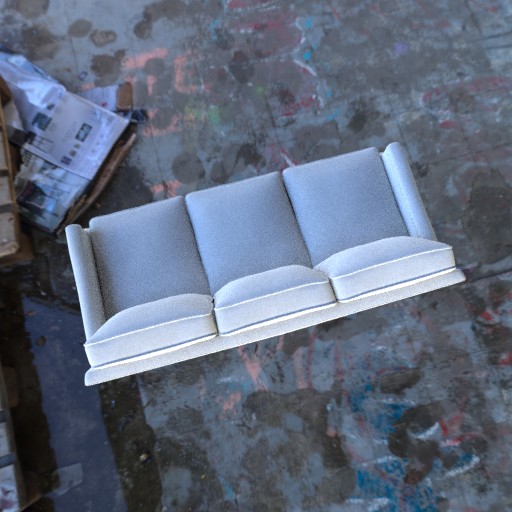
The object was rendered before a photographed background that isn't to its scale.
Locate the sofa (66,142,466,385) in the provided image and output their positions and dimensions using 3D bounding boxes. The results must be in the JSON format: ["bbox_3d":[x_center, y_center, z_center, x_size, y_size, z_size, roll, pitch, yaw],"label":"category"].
[{"bbox_3d":[0.000,0.000,2.871,2.246,1.003,1.084,-15,76,-4],"label":"sofa"}]
